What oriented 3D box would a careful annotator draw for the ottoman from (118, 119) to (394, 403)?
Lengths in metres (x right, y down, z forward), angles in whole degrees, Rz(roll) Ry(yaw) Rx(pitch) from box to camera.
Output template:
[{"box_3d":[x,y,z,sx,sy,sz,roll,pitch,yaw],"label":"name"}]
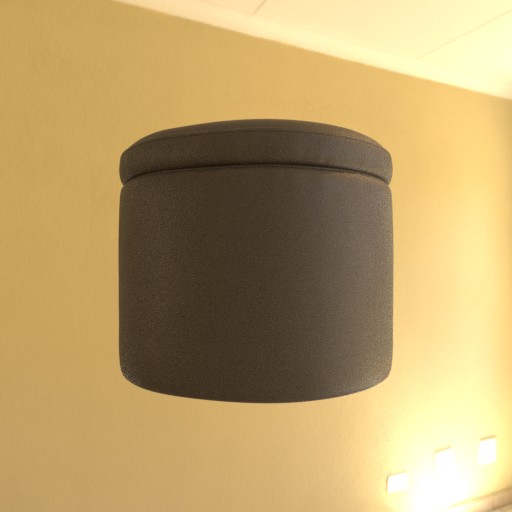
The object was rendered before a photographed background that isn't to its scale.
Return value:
[{"box_3d":[0.000,0.000,0.843,0.500,0.409,0.500,0,-1,0],"label":"ottoman"}]
